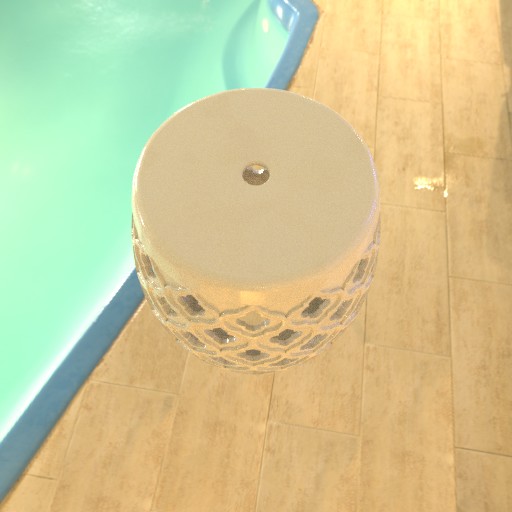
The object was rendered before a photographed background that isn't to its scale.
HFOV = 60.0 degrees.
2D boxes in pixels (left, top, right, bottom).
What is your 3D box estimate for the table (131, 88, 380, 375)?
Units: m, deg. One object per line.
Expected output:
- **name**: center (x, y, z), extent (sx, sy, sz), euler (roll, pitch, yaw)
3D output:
- **table**: center (0.000, 0.000, 0.639), extent (0.325, 0.388, 0.325), euler (0, 63, 0)
